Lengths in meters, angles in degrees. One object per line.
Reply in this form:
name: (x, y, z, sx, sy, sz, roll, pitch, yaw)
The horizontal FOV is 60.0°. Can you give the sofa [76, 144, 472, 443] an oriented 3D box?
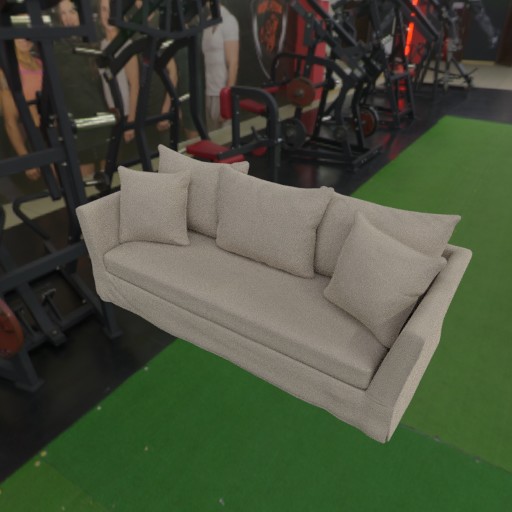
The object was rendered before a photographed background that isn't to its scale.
sofa: (0.000, 0.000, 3.027, 2.499, 1.047, 1.046, 19, 35, 30)
